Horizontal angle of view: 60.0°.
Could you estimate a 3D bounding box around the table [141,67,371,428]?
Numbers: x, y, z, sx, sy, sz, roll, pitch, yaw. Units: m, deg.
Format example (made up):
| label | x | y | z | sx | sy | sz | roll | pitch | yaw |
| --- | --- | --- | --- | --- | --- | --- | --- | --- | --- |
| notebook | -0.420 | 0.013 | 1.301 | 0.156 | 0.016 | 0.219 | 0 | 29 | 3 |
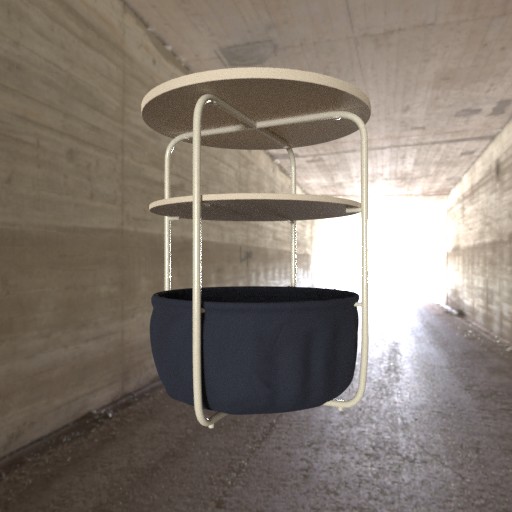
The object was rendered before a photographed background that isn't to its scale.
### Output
| label | x | y | z | sx | sy | sz | roll | pitch | yaw |
| --- | --- | --- | --- | --- | --- | --- | --- | --- | --- |
| table | 0.000 | 0.000 | 0.834 | 0.418 | 0.532 | 0.418 | 0 | 0 | -20 |
